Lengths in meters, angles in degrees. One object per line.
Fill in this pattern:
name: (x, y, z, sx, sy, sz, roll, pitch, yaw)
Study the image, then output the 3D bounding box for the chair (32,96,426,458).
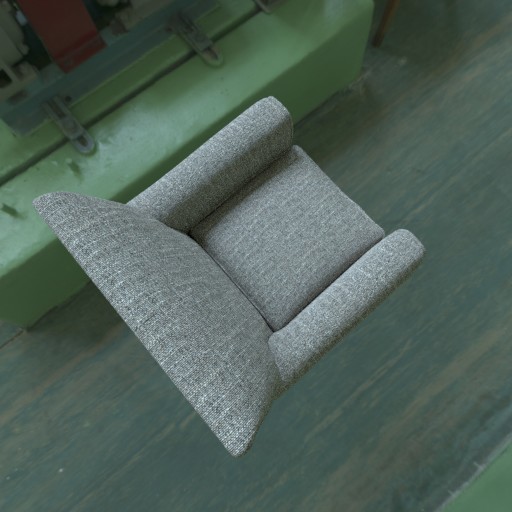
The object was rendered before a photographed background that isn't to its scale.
chair: (0.000, 0.000, 1.622, 0.873, 0.928, 0.864, -40, 79, -9)
